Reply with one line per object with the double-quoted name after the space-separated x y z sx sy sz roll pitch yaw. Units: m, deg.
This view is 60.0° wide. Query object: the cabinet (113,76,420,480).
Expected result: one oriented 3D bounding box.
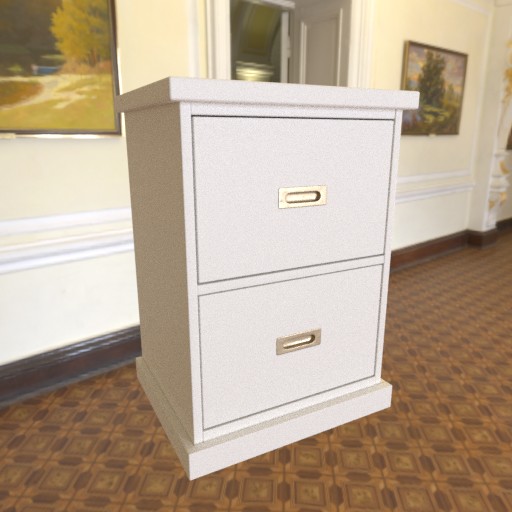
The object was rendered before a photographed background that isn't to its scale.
0.000 0.000 1.052 0.520 0.723 0.431 -8 17 -27 "cabinet"
